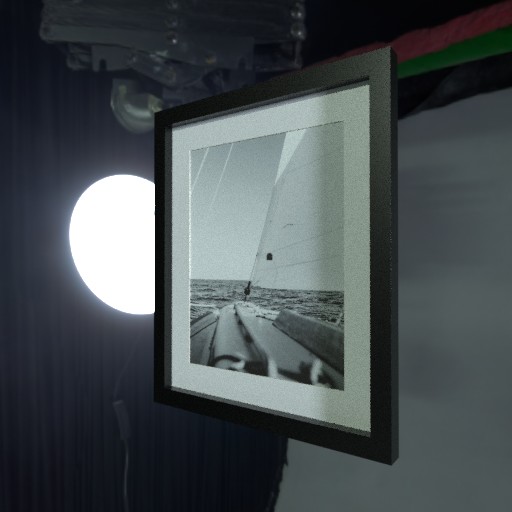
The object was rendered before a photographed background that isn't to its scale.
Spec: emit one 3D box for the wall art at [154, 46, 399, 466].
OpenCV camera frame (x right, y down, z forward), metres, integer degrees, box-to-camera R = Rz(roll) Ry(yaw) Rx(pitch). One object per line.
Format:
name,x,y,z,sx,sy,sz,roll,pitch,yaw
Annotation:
wall art,0.000,0.000,0.735,0.461,0.558,0.031,0,-1,35
